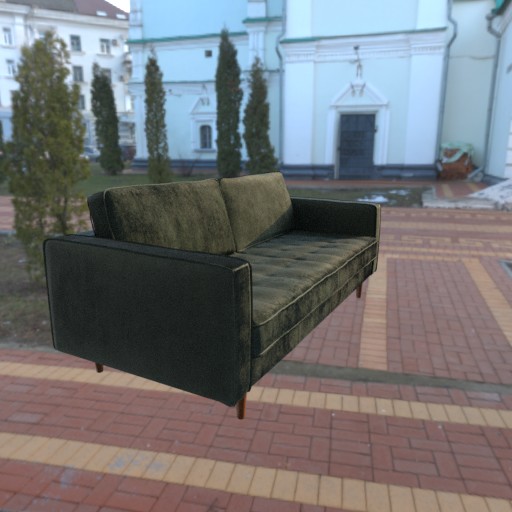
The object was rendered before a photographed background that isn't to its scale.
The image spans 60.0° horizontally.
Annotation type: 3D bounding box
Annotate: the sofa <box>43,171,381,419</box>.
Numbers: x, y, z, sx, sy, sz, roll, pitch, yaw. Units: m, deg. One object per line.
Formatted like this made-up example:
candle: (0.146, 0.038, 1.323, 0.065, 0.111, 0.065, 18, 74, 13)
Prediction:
sofa: (0.000, 0.000, 2.264, 0.886, 0.781, 1.816, 7, 15, 28)
